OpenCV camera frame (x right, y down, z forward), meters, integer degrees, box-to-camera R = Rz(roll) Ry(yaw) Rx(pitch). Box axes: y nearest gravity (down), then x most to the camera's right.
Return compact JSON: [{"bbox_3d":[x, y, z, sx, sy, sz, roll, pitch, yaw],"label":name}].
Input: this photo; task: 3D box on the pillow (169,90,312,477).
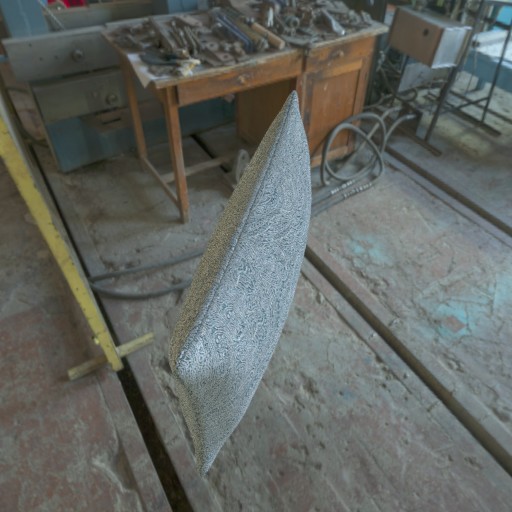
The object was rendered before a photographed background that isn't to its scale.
[{"bbox_3d":[0.000,0.000,0.735,0.151,0.295,0.615,10,46,10],"label":"pillow"}]
